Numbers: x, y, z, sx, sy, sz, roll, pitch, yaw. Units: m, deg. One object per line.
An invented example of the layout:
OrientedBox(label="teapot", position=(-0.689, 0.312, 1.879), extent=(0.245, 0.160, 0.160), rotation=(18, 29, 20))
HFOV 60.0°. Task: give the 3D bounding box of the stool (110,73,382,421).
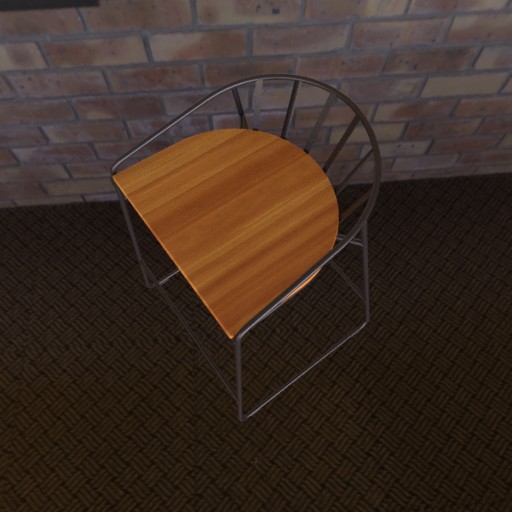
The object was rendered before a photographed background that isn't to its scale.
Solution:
OrientedBox(label="stool", position=(0.000, 0.000, 1.136), extent=(0.521, 0.812, 0.546), rotation=(-34, 70, -15))
